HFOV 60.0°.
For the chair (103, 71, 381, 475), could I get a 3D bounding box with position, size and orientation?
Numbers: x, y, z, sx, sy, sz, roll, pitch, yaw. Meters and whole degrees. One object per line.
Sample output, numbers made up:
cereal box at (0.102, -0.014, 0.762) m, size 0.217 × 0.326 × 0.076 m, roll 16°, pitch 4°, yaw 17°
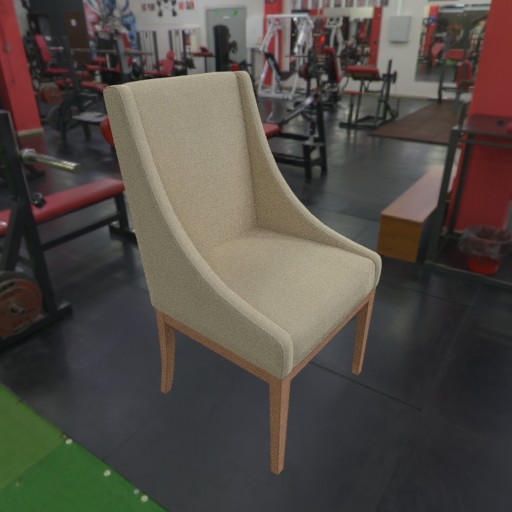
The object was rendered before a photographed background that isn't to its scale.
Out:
chair at (0.000, 0.000, 1.392) m, size 0.611 × 1.021 × 0.575 m, roll 19°, pitch 33°, yaw 33°
